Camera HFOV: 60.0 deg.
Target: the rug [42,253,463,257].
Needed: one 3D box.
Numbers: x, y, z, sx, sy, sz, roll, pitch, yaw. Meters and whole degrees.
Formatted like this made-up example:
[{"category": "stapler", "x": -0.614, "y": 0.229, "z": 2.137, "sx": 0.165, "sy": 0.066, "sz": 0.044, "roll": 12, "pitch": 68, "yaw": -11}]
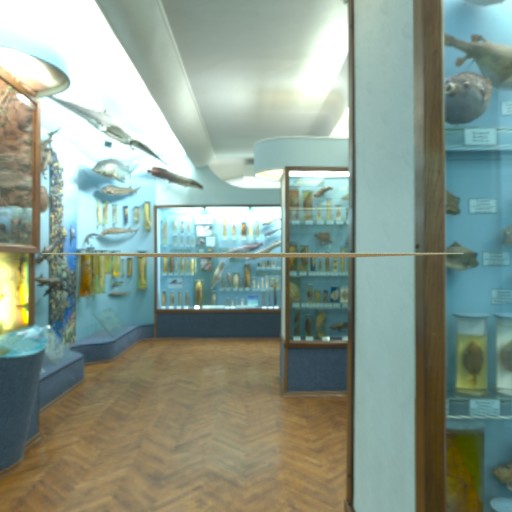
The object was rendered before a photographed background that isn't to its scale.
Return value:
[{"category": "rug", "x": 0.000, "y": 0.000, "z": 4.103, "sx": 2.454, "sy": 0.005, "sz": 3.067, "roll": 0, "pitch": -1, "yaw": 1}]
